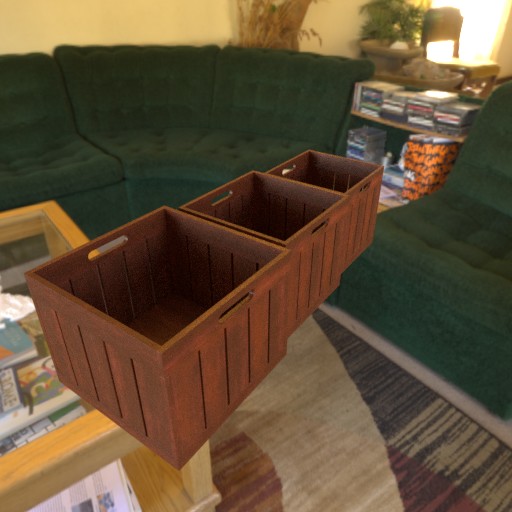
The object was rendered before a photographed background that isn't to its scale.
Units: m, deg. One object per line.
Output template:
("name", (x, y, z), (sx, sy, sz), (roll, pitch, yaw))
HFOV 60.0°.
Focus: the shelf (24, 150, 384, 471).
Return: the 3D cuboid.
("shelf", (0.000, 0.000, 1.247), (0.393, 0.311, 1.064), (21, 37, 30))
